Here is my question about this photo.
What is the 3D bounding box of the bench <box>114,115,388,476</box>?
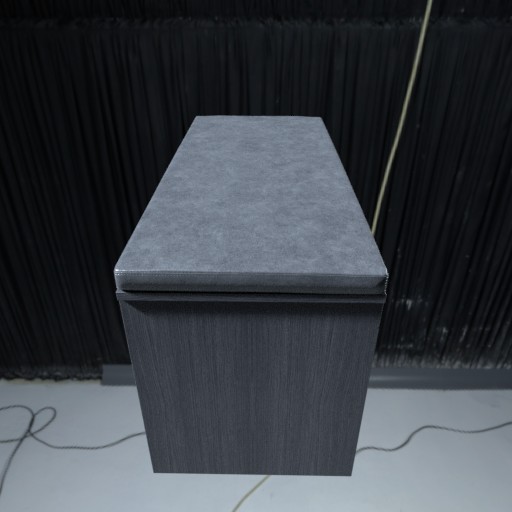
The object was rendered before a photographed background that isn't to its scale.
[{"bbox_3d":[0.000,0.000,1.148,0.401,0.501,0.905,1,31,1],"label":"bench"}]
